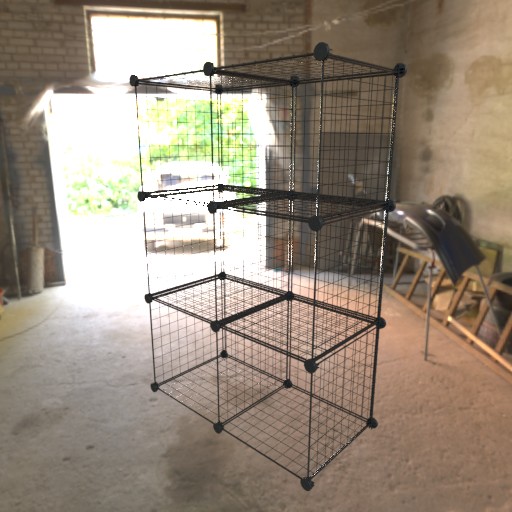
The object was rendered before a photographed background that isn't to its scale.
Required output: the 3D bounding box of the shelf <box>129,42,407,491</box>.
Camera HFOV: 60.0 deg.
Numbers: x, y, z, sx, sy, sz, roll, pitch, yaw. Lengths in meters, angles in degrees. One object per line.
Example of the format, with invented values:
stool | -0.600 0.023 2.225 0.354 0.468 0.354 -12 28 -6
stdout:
shelf | 0.000 0.000 1.361 0.711 1.067 0.356 13 20 41
